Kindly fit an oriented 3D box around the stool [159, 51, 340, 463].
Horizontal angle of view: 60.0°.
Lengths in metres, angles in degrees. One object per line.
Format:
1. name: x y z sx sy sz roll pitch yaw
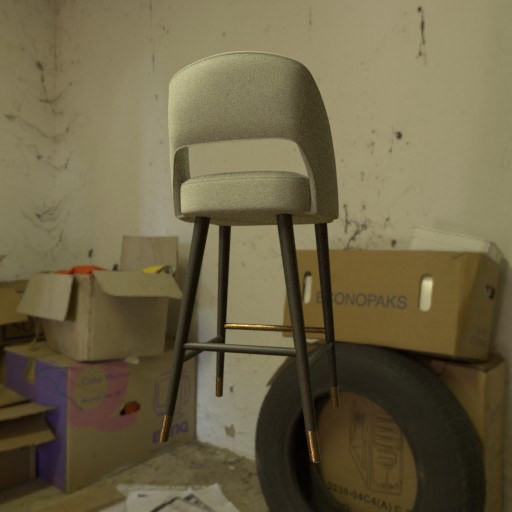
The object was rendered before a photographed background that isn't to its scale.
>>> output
1. stool: 0.000 0.000 1.362 0.494 1.037 0.509 0 -1 17
